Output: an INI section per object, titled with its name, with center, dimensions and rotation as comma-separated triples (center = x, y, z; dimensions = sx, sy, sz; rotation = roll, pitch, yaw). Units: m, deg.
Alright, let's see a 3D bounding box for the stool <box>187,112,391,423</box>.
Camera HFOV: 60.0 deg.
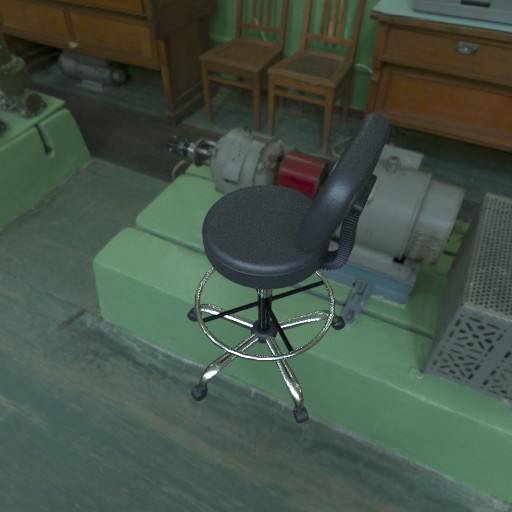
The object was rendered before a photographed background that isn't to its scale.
[stool]
center = 0.000, 0.000, 1.516
dimensions = 0.658, 1.069, 0.694
rotation = 19, 49, 17
